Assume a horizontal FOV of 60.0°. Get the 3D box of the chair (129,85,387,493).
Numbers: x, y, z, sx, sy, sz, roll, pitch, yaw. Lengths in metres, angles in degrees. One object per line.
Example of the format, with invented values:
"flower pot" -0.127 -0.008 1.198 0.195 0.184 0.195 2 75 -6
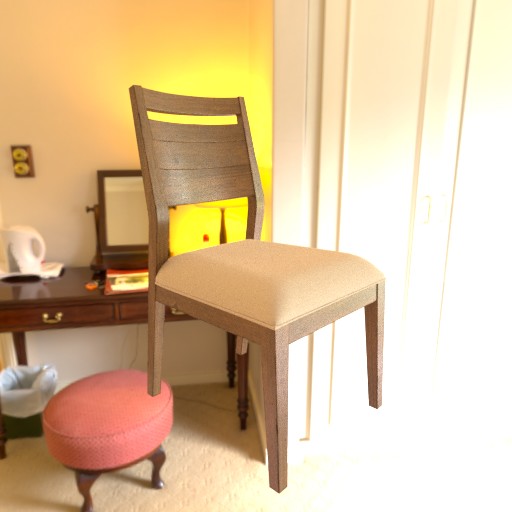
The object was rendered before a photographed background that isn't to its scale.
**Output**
"chair" 0.000 0.000 1.286 0.610 0.939 0.497 13 19 42
